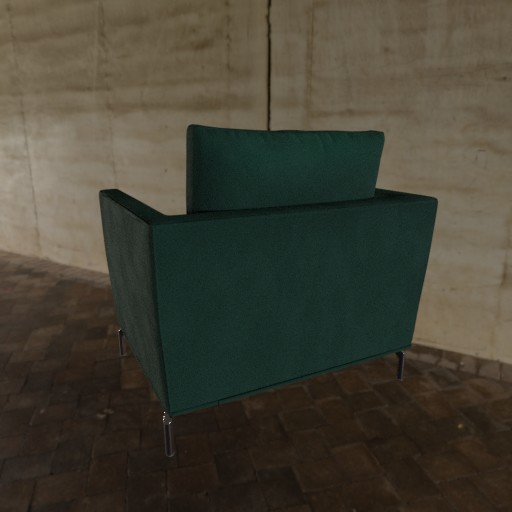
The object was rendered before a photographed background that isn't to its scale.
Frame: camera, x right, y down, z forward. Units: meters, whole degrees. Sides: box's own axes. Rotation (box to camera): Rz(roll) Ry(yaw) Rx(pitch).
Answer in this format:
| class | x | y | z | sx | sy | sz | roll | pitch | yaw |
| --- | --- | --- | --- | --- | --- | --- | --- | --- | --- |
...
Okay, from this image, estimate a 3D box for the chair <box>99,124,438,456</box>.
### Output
| class | x | y | z | sx | sy | sz | roll | pitch | yaw |
| --- | --- | --- | --- | --- | --- | --- | --- | --- | --- |
| chair | 0.000 | 0.000 | 1.772 | 1.047 | 0.997 | 0.852 | -8 | 17 | -26 |
